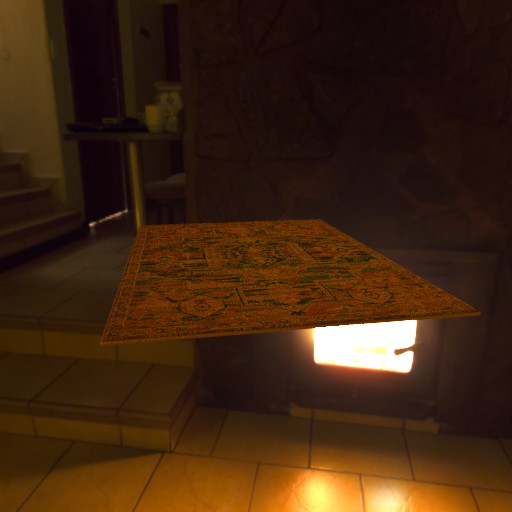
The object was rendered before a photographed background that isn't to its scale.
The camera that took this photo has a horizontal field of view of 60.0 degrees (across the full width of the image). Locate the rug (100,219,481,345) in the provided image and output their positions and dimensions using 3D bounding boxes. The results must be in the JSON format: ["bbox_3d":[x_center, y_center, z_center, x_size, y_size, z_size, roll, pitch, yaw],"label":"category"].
[{"bbox_3d":[0.000,0.000,2.830,1.588,0.024,2.204,-3,16,-10],"label":"rug"}]
